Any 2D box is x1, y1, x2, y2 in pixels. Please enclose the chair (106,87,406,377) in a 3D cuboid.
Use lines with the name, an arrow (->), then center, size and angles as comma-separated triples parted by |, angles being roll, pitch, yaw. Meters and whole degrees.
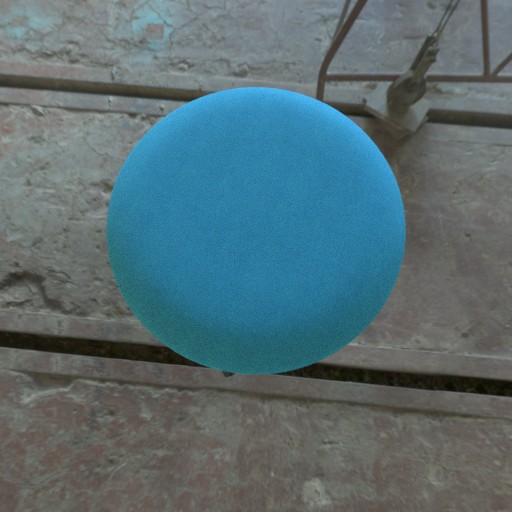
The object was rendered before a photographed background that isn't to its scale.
chair -> 0.000, 0.000, 0.688 | 0.350, 0.430, 0.350 | -39, 79, -9
